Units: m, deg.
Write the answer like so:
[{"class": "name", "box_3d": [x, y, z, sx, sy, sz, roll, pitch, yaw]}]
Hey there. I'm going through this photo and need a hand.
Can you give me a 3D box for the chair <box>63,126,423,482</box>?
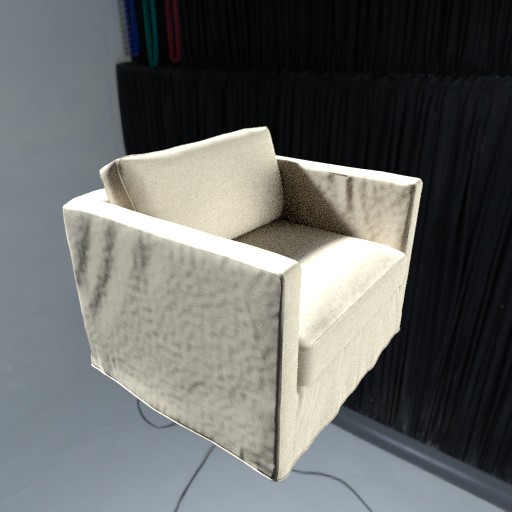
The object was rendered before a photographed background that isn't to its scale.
[{"class": "chair", "box_3d": [0.000, 0.000, 1.754, 0.949, 0.867, 1.057, 17, 30, 32]}]
